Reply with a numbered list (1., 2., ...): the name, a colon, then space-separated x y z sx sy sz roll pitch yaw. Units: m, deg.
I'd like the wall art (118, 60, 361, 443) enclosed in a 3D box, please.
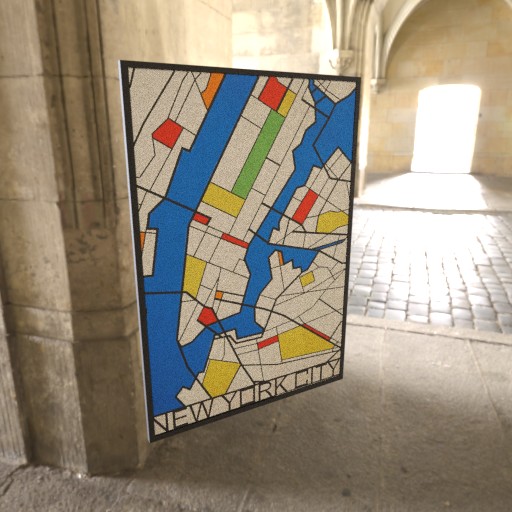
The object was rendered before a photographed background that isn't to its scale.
1. wall art: 0.000 0.000 0.843 0.457 0.657 0.013 -9 18 -28
